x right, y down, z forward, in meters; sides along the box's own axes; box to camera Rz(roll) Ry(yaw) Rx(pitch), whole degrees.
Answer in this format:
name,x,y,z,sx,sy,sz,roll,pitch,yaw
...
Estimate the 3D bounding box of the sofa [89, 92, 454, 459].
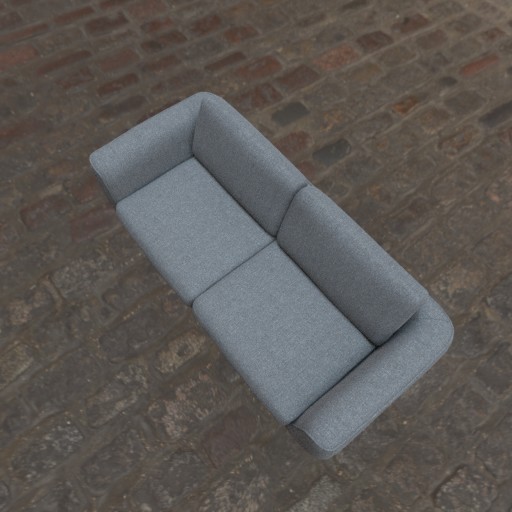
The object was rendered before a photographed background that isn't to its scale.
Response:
name,x,y,z,sx,sy,sz,roll,pitch,yaw
sofa,0.000,0.000,2.410,0.920,0.870,2.000,-36,69,-17
